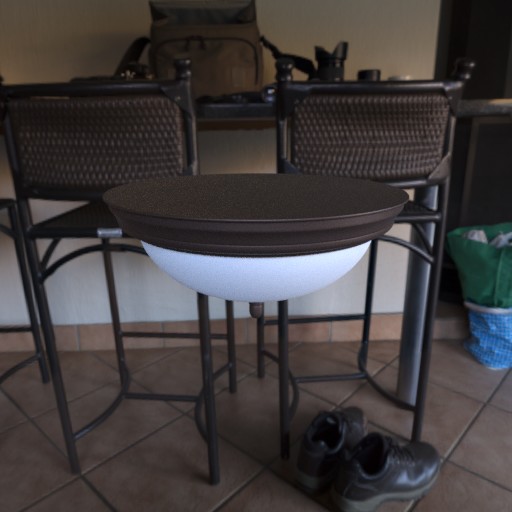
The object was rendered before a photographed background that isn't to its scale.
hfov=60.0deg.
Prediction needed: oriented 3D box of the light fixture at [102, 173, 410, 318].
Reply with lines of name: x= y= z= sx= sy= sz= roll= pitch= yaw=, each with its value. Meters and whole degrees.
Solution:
light fixture: x=0.000 y=0.000 z=0.444 sx=0.280 sy=0.135 sz=0.280 roll=0 pitch=17 yaw=0
